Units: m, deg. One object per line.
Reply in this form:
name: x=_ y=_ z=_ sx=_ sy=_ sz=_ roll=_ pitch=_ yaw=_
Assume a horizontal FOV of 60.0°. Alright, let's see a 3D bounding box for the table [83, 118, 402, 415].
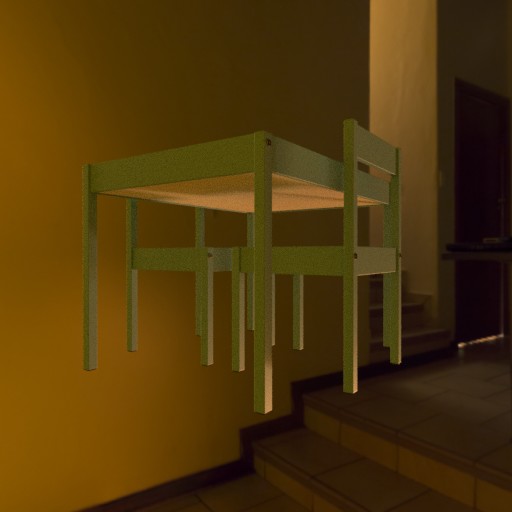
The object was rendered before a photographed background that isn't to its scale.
table: x=0.000 y=0.000 z=1.100 sx=0.633 sy=0.503 sz=0.639 roll=0 pitch=0 yaw=35
